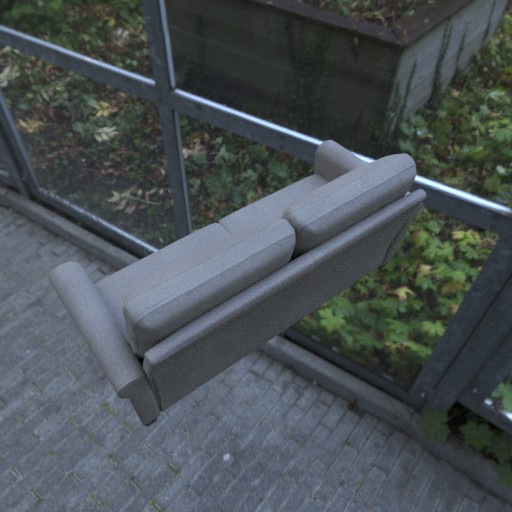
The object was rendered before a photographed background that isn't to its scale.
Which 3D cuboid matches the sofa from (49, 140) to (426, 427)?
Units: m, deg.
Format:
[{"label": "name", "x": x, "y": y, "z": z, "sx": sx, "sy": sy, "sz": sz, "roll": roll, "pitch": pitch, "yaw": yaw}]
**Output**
[{"label": "sofa", "x": 0.000, "y": 0.000, "z": 2.436, "sx": 1.935, "sy": 0.942, "sz": 0.842, "roll": -29, "pitch": 54, "yaw": -24}]
